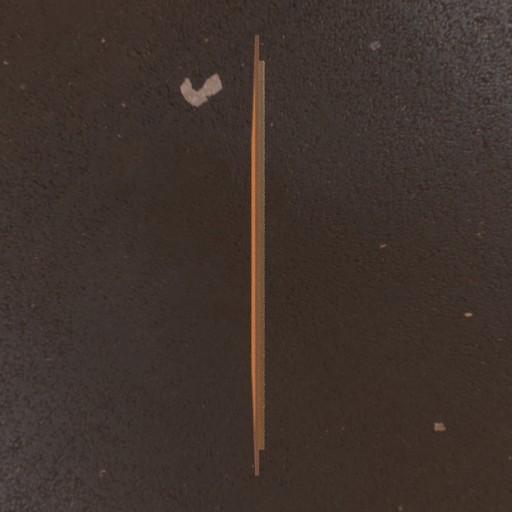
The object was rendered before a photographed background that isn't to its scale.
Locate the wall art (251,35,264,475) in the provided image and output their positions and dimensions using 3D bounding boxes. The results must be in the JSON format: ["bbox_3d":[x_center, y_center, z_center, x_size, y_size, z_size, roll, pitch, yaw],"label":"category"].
[{"bbox_3d":[0.000,0.000,1.709,0.025,1.067,1.168,0,90,-1],"label":"wall art"}]
